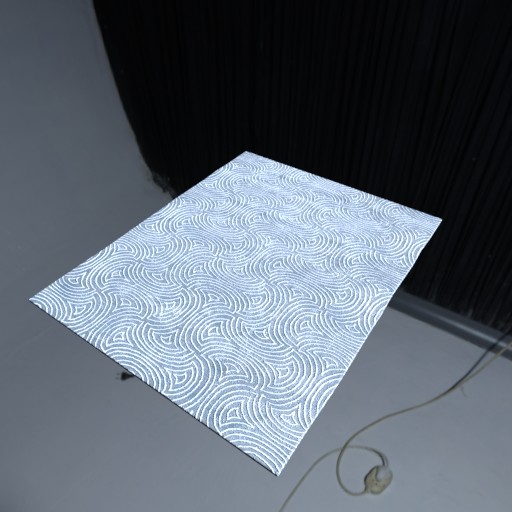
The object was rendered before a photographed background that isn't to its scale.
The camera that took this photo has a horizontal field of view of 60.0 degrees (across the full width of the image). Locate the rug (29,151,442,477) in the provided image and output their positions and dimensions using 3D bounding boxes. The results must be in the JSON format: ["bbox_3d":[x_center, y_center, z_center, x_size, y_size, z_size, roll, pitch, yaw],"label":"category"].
[{"bbox_3d":[0.000,0.000,4.051,2.456,0.021,3.042,25,47,25],"label":"rug"}]
